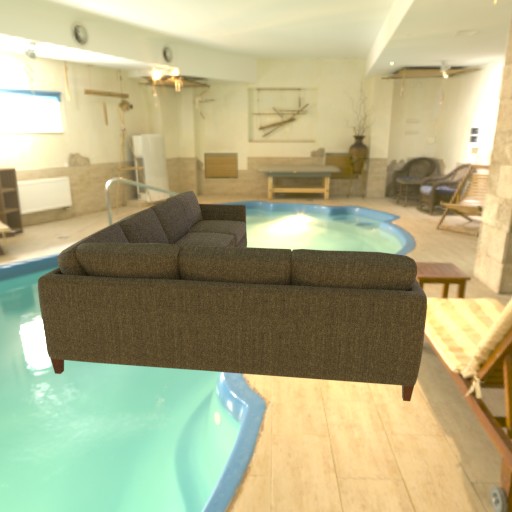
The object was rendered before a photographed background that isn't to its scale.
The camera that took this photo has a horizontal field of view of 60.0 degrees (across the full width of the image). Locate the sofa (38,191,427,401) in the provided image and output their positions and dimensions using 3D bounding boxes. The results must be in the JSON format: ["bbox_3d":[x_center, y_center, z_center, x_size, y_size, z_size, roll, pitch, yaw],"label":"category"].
[{"bbox_3d":[0.000,0.000,4.439,2.593,0.947,3.302,2,16,8],"label":"sofa"}]
